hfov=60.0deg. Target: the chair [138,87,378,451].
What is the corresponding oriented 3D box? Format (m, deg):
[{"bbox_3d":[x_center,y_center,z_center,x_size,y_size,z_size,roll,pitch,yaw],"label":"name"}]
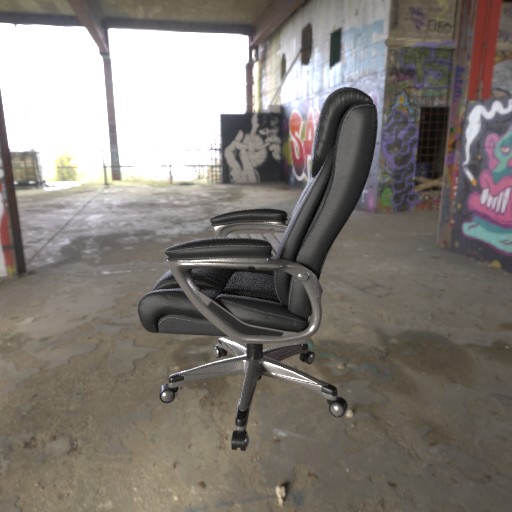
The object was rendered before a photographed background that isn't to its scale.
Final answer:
[{"bbox_3d":[0.000,0.000,1.674,0.784,1.167,0.741,2,15,8],"label":"chair"}]
